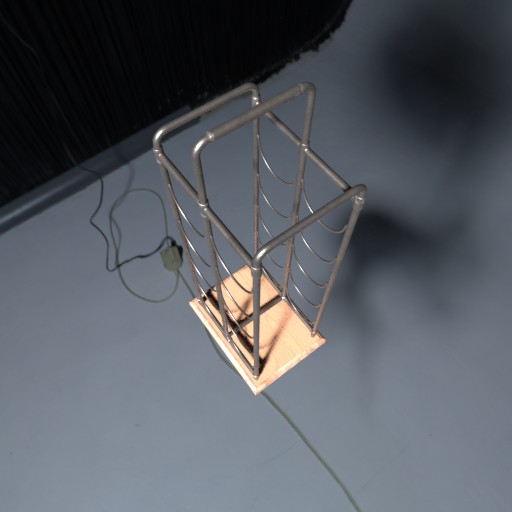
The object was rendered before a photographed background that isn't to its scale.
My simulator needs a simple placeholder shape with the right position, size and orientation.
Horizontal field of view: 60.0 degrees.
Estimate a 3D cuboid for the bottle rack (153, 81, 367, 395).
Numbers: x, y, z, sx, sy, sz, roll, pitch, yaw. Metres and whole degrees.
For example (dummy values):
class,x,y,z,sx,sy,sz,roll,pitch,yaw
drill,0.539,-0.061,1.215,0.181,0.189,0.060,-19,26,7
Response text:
class,x,y,z,sx,sy,sz,roll,pitch,yaw
bottle rack,0.000,0.000,0.786,0.208,0.680,0.276,-33,66,-17
